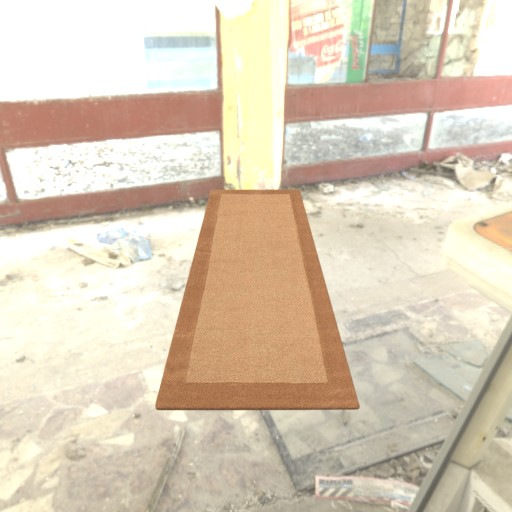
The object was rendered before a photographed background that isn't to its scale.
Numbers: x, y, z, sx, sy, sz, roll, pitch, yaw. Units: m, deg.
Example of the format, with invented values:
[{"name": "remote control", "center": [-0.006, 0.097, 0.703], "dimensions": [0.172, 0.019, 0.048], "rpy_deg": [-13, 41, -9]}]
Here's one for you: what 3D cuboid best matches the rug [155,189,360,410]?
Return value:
[{"name": "rug", "center": [0.000, 0.000, 2.720], "dimensions": [0.764, 0.017, 2.439], "rpy_deg": [0, 28, 0]}]
